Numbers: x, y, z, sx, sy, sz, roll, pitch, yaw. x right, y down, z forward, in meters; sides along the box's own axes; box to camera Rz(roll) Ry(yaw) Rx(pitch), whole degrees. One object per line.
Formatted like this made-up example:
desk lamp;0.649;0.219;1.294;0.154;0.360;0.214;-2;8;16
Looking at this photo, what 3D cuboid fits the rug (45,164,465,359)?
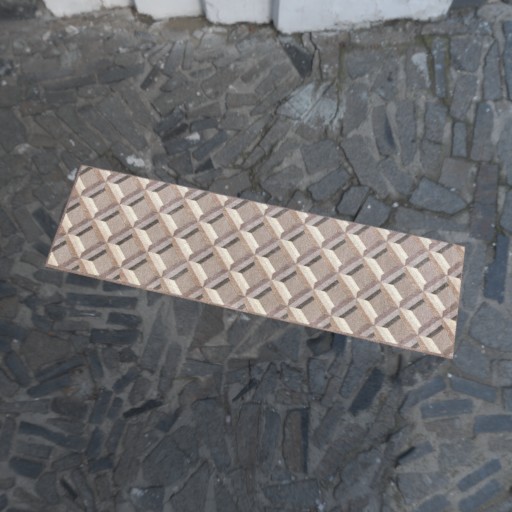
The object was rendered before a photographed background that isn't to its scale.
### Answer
rug;0.000;0.000;2.658;2.437;0.013;0.685;12;76;3
